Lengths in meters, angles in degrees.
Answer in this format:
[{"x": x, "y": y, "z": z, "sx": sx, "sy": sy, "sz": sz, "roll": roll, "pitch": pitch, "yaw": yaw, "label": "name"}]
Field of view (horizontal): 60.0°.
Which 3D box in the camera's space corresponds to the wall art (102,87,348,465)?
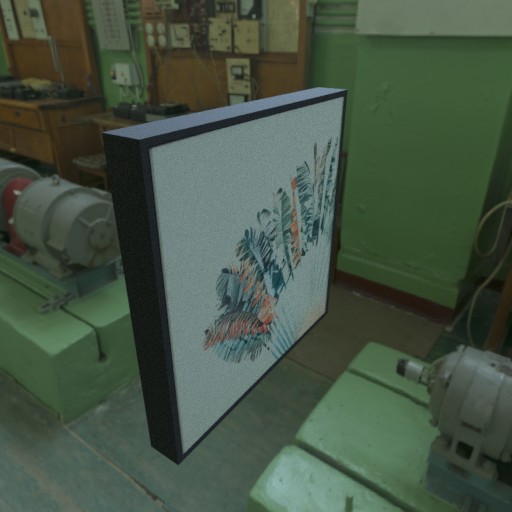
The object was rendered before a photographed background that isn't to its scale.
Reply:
[{"x": 0.000, "y": 0.000, "z": 0.462, "sx": 0.036, "sy": 0.300, "sz": 0.302, "roll": 18, "pitch": 32, "yaw": 31, "label": "wall art"}]
